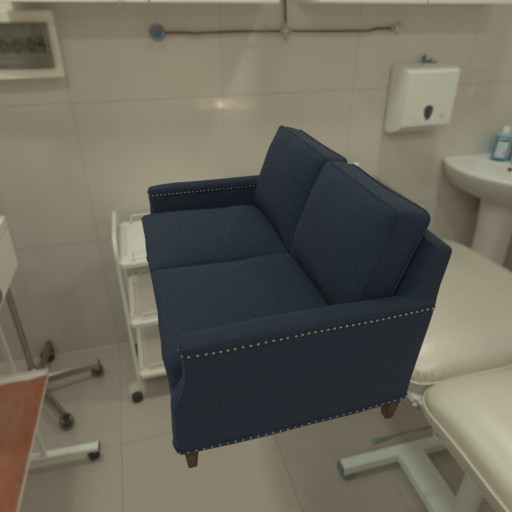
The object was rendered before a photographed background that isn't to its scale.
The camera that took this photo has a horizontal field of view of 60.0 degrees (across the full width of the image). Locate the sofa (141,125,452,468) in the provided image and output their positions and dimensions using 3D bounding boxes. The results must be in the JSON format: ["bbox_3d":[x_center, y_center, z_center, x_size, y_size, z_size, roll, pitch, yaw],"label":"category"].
[{"bbox_3d":[0.000,0.000,2.274,1.084,1.003,1.597,-8,30,-14],"label":"sofa"}]
